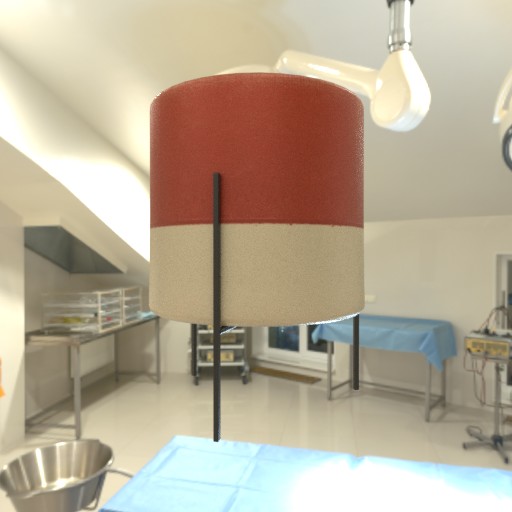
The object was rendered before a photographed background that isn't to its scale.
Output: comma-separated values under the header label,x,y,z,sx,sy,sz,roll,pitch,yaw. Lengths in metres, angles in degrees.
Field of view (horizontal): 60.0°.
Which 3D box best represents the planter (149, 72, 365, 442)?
label,x,y,z,sx,sy,sz,roll,pitch,yaw
planter,0.000,0.000,0.724,0.345,0.465,0.354,0,0,17
